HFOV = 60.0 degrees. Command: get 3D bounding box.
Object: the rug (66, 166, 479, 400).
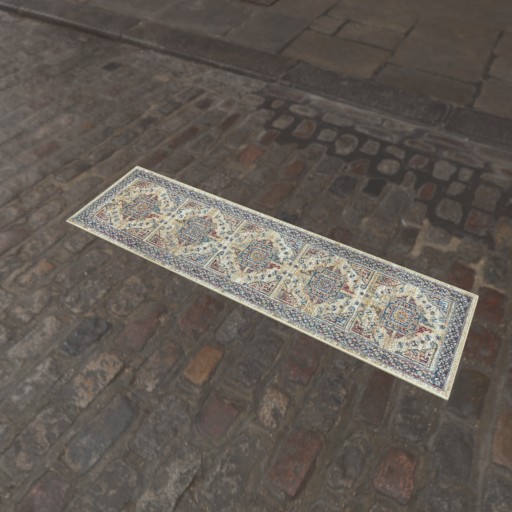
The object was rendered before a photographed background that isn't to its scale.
[{"bbox_3d":[0.000,0.000,2.506,2.297,0.013,0.661,23,51,20],"label":"rug"}]
